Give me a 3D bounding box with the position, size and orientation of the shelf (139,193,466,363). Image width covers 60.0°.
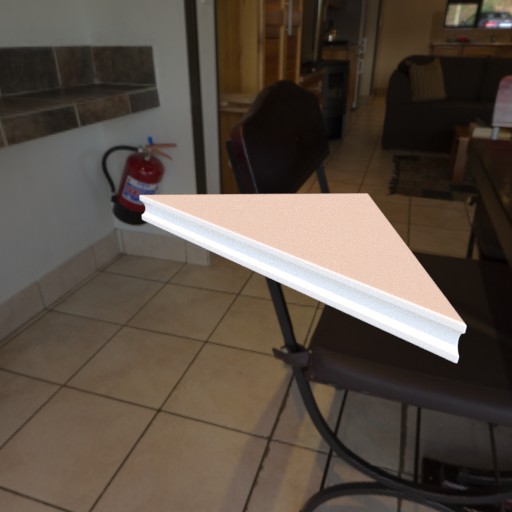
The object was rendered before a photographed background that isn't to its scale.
[{"bbox_3d":[0.000,0.000,0.449,0.296,0.035,0.296,0,26,-1],"label":"shelf"}]
